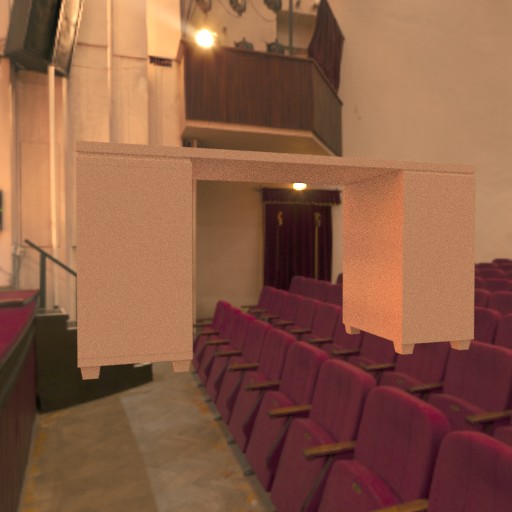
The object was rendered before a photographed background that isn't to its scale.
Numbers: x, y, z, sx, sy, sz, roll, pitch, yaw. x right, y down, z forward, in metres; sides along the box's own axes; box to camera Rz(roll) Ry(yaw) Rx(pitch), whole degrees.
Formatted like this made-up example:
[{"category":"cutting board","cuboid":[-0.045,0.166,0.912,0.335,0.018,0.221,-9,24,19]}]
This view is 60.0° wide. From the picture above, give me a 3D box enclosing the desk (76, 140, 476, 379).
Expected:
[{"category":"desk","cuboid":[0.000,0.000,2.184,1.524,0.759,1.199,0,1,-16]}]
